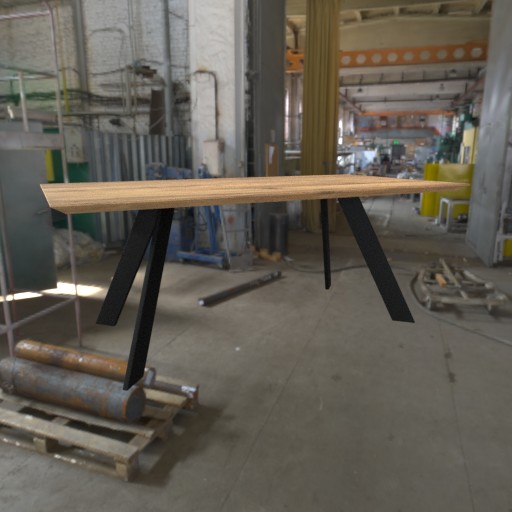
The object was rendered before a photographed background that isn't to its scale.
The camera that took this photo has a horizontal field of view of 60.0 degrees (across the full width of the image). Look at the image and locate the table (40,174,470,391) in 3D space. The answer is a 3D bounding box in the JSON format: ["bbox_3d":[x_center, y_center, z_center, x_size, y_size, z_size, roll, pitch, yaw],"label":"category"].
[{"bbox_3d":[0.000,0.000,2.394,2.000,0.770,1.000,-7,15,-26],"label":"table"}]
